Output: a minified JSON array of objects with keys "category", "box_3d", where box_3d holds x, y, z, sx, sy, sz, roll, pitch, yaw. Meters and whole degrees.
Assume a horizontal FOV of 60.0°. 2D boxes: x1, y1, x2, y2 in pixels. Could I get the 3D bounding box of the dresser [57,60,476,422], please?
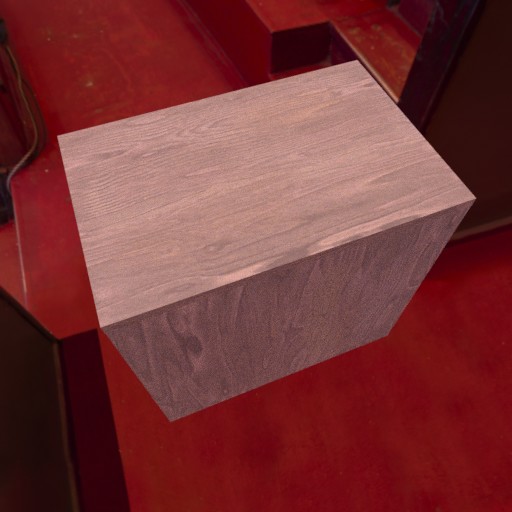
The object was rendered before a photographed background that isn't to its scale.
[{"category":"dresser","box_3d":[0.000,0.000,1.326,0.809,0.762,0.529,-19,59,-11]}]
